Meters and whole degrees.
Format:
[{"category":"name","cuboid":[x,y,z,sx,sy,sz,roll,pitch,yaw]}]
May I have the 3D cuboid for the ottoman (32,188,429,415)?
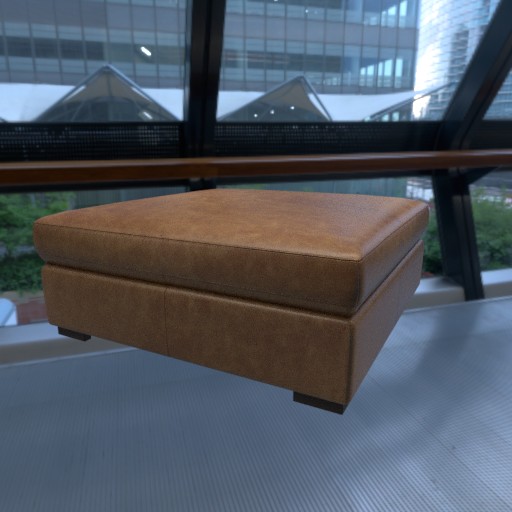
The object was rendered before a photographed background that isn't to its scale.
[{"category":"ottoman","cuboid":[0.000,0.000,1.810,1.168,0.483,1.169,7,16,27]}]
